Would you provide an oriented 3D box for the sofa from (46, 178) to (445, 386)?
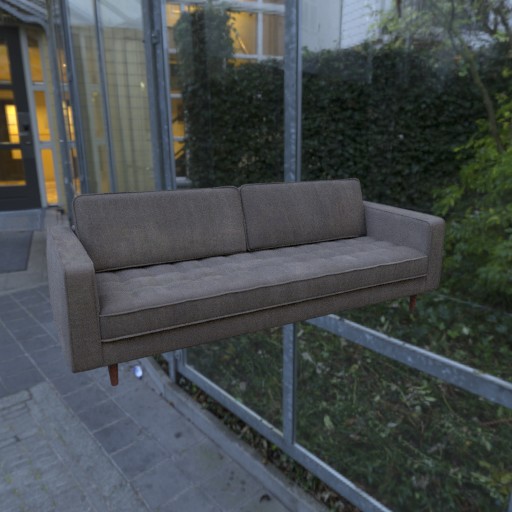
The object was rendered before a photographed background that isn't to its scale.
[{"bbox_3d":[0.000,0.000,2.698,2.295,0.813,0.923,-8,18,-27],"label":"sofa"}]
